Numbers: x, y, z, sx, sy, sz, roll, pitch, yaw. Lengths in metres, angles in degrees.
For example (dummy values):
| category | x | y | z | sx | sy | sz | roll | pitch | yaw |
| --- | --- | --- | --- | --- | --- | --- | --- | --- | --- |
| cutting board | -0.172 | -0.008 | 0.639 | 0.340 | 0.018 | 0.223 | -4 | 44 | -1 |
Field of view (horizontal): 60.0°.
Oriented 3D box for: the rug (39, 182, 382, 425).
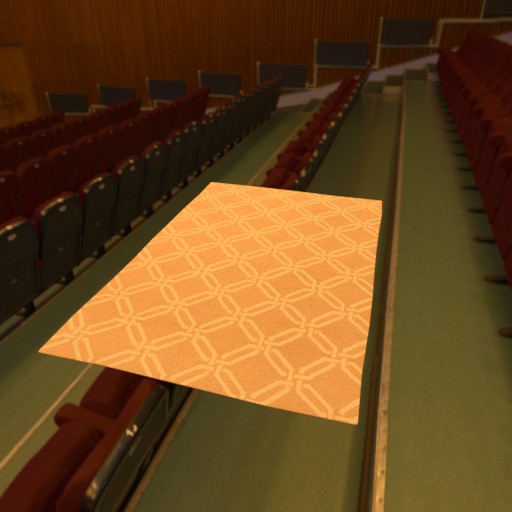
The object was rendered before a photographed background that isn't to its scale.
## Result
| category | x | y | z | sx | sy | sz | roll | pitch | yaw |
| --- | --- | --- | --- | --- | --- | --- | --- | --- | --- |
| rug | 0.000 | 0.000 | 2.176 | 1.146 | 0.010 | 1.745 | 8 | 32 | 14 |
